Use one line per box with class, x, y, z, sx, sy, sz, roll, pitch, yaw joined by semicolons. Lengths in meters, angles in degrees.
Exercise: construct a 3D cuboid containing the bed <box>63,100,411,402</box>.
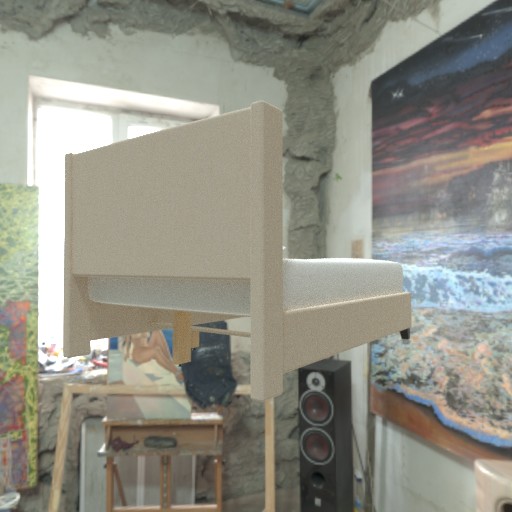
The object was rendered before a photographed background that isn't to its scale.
bed;0.000;0.000;3.585;1.778;1.471;2.293;-1;-1;37
